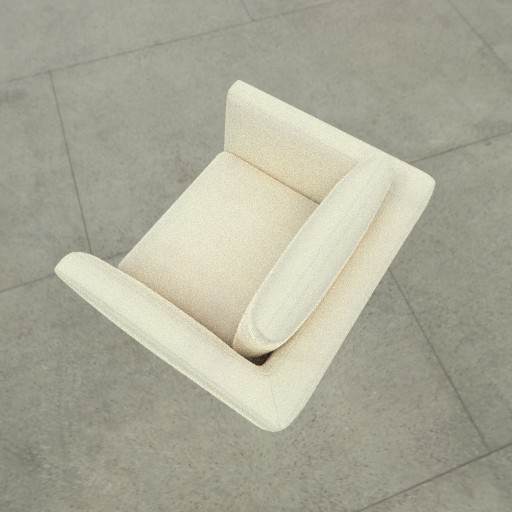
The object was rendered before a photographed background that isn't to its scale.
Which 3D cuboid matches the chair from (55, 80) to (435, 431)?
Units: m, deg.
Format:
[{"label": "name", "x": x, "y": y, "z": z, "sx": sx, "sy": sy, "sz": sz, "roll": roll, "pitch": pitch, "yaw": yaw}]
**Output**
[{"label": "chair", "x": 0.000, "y": 0.000, "z": 1.716, "sx": 0.889, "sy": 0.865, "sz": 1.041, "roll": 32, "pitch": 68, "yaw": 14}]
